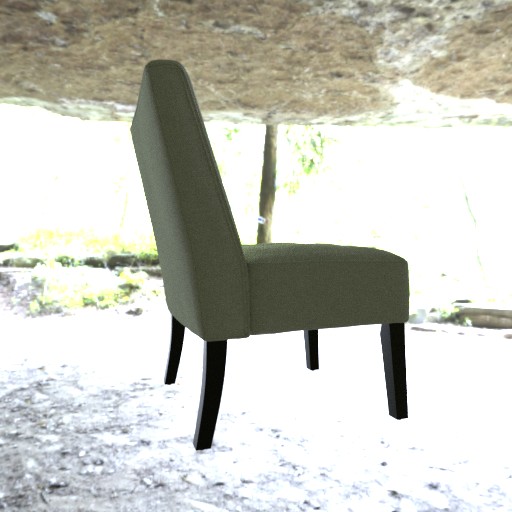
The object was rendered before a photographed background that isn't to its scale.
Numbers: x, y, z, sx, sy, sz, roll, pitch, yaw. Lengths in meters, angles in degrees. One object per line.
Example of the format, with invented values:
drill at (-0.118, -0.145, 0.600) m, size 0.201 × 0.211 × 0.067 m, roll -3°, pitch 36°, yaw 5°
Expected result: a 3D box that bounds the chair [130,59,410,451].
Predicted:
chair at (0.000, 0.000, 1.291) m, size 0.676 × 0.853 × 0.569 m, roll 0°, pitch 1°, yaw -19°
